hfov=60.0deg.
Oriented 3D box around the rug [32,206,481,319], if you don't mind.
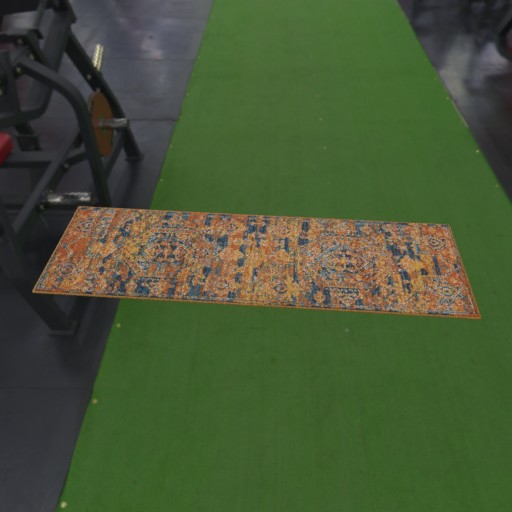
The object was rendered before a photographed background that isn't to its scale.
[{"bbox_3d":[0.000,0.000,1.978,1.820,0.013,0.556,3,46,3],"label":"rug"}]
